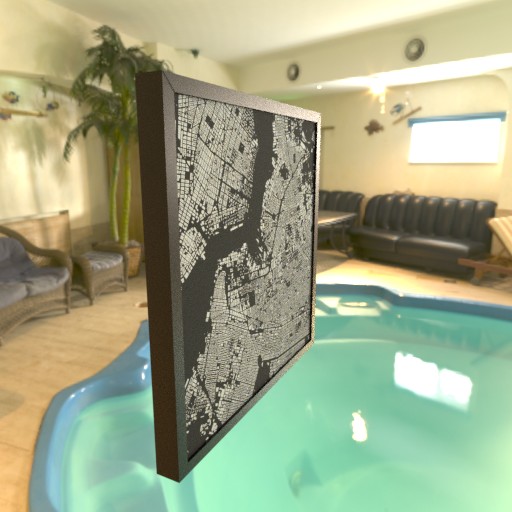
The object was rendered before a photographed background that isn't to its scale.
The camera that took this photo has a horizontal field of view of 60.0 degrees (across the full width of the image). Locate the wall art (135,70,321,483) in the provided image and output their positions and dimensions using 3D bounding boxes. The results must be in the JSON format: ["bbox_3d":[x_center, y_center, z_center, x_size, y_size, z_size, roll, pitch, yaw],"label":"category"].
[{"bbox_3d":[0.000,0.000,0.753,0.038,0.506,0.506,6,14,27],"label":"wall art"}]
